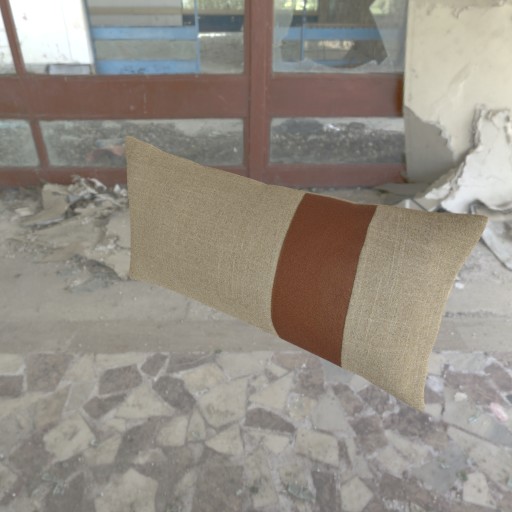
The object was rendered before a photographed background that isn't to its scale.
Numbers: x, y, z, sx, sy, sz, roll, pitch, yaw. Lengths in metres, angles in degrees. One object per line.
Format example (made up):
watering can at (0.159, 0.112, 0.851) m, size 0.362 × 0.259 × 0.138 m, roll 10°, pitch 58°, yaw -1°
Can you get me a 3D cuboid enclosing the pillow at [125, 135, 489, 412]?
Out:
pillow at (0.000, 0.000, 0.709) m, size 0.612 × 0.282 × 0.155 m, roll 19°, pitch 35°, yaw 30°
